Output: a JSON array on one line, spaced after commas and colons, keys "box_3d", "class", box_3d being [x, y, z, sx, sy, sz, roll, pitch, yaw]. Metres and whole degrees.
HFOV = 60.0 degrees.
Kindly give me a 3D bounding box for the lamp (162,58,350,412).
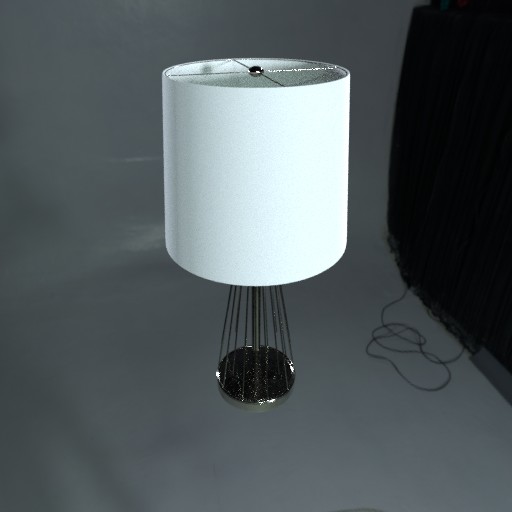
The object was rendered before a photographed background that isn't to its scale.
[{"box_3d": [0.000, 0.000, 0.777, 0.303, 0.618, 0.303, 0, 31, 0], "class": "lamp"}]
